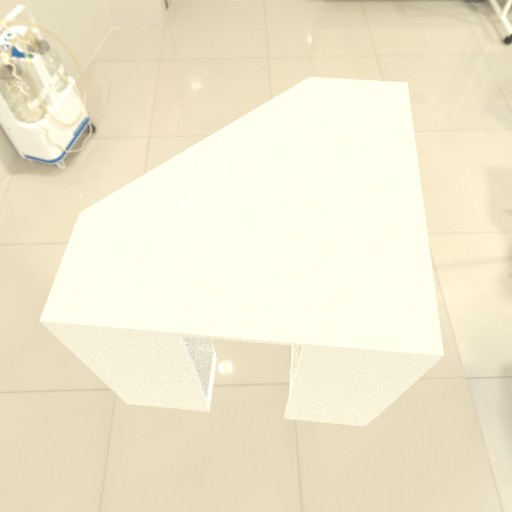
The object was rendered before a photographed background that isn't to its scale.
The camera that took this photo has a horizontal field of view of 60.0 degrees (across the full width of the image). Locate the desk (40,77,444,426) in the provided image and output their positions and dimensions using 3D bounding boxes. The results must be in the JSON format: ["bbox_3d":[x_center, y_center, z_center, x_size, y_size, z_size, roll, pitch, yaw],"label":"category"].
[{"bbox_3d":[0.000,0.000,1.601,0.926,0.818,0.940,4,59,3],"label":"desk"}]
